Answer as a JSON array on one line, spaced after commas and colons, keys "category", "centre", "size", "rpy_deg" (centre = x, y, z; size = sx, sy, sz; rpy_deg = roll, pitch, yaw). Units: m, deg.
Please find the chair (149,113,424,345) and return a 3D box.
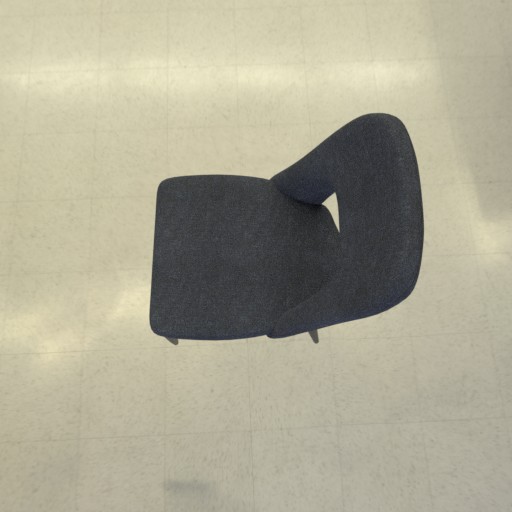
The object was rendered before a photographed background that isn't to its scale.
[{"category": "chair", "centre": [0.000, 0.000, 1.249], "size": [0.612, 0.931, 0.470], "rpy_deg": [0, 75, 0]}]
